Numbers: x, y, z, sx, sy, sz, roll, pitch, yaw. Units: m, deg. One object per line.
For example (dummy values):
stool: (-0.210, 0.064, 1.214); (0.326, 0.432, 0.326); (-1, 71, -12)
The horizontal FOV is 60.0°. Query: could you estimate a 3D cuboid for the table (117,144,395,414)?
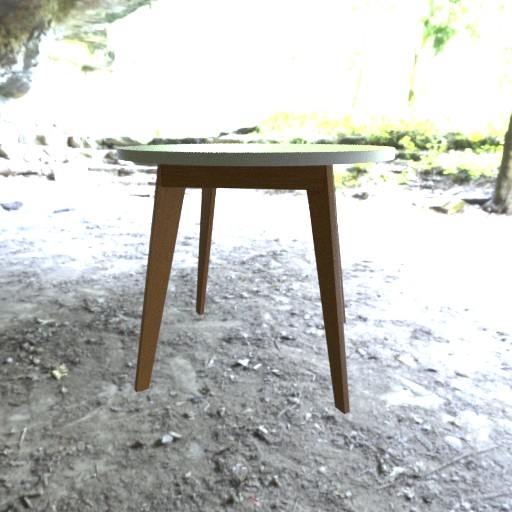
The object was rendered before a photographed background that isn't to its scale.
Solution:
table: (0.000, 0.000, 1.590); (0.896, 0.762, 0.896); (0, 15, 0)
